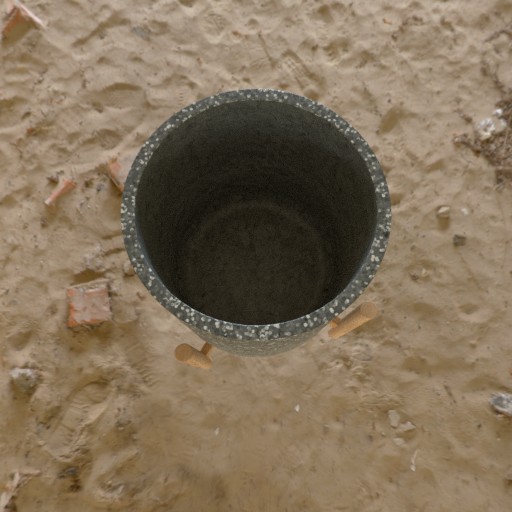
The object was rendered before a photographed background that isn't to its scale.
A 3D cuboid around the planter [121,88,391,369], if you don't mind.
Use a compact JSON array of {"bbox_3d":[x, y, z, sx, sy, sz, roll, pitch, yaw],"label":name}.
[{"bbox_3d":[0.000,0.000,0.698,0.360,0.419,0.360,-34,77,-9],"label":"planter"}]
